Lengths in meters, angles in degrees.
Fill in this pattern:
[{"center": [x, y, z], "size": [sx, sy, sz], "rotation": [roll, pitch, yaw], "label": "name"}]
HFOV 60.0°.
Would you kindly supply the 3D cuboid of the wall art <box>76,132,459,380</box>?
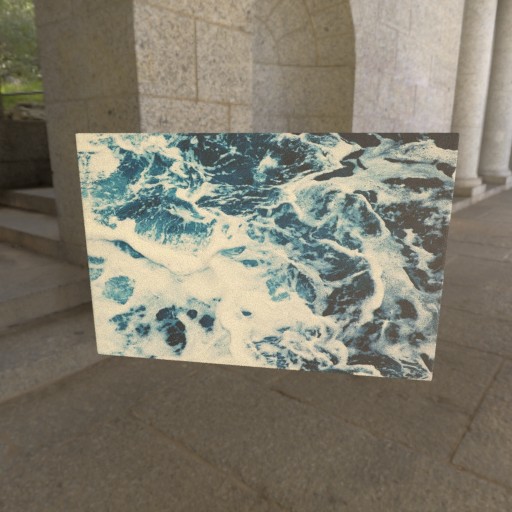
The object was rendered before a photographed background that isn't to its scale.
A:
[{"center": [0.000, 0.000, 1.142], "size": [0.915, 0.610, 0.042], "rotation": [2, 15, 9], "label": "wall art"}]
